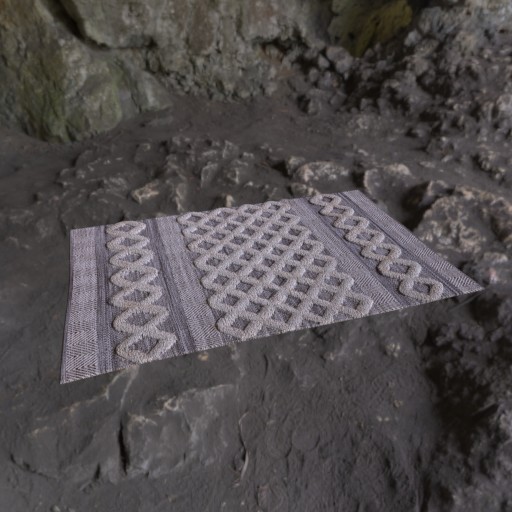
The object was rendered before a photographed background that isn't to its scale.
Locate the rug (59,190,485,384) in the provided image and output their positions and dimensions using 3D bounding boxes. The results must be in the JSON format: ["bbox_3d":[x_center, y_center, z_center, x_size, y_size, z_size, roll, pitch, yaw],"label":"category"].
[{"bbox_3d":[0.000,0.000,2.884,2.333,0.033,1.513,-10,33,-15],"label":"rug"}]
